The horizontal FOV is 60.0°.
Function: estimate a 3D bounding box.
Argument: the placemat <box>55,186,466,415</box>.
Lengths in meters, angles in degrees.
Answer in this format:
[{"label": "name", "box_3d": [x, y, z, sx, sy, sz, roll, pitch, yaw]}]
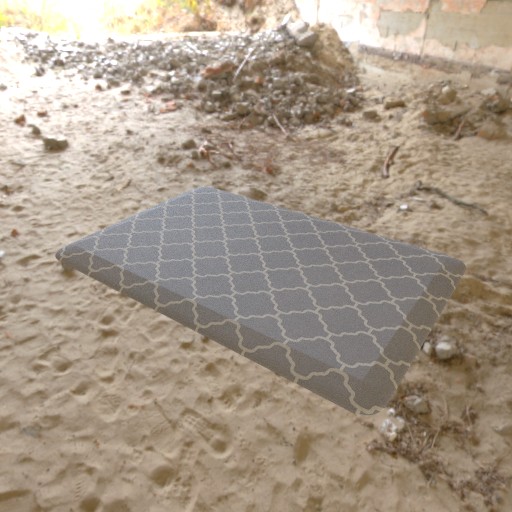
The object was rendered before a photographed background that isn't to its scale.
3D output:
[{"label": "placemat", "box_3d": [0.000, 0.000, 0.956, 0.762, 0.021, 0.508, 20, 36, 30]}]
